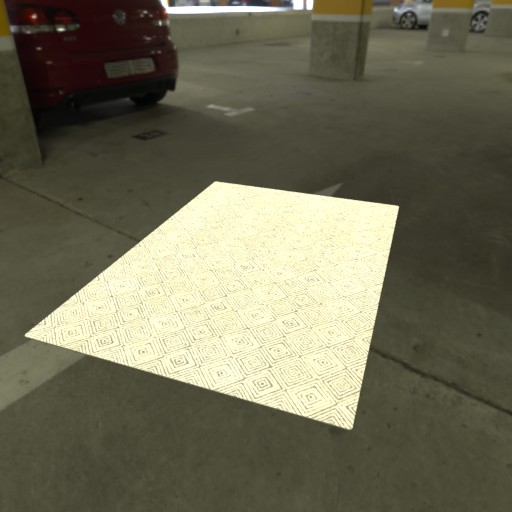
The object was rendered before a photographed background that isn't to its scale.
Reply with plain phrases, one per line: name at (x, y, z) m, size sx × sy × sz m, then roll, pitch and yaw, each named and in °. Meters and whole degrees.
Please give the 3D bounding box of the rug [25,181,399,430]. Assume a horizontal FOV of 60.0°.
rug at (0.000, 0.000, 2.834) m, size 1.593 × 0.008 × 2.238 m, roll 10°, pitch 32°, yaw 17°
